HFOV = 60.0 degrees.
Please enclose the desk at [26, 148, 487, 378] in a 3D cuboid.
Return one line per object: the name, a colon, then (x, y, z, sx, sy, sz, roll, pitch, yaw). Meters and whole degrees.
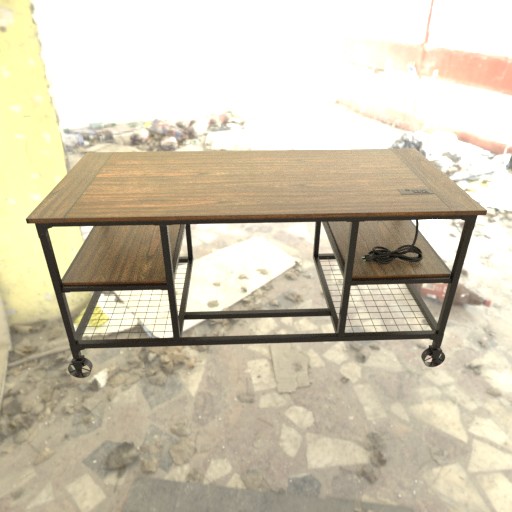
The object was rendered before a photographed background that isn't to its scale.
desk: (0.000, 0.000, 1.991, 1.590, 0.751, 0.711, -1, 31, -2)
